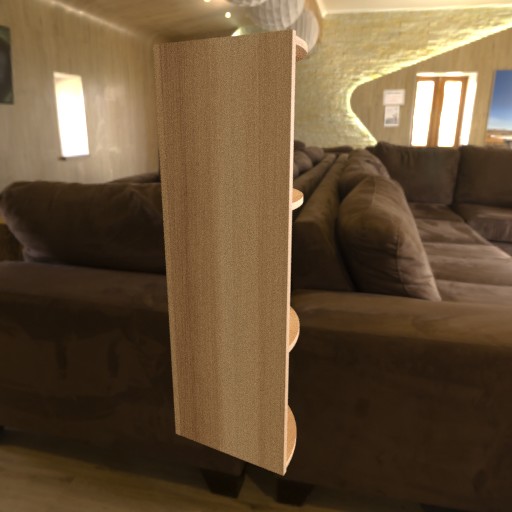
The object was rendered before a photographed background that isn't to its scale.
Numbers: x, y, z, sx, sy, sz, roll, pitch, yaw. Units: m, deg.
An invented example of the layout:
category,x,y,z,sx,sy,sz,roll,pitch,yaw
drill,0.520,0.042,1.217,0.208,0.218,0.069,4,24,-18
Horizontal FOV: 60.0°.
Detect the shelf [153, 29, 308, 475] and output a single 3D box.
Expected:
category,x,y,z,sx,sy,sz,roll,pitch,yaw
shelf,0.000,0.000,1.022,0.290,0.872,0.290,8,18,27
